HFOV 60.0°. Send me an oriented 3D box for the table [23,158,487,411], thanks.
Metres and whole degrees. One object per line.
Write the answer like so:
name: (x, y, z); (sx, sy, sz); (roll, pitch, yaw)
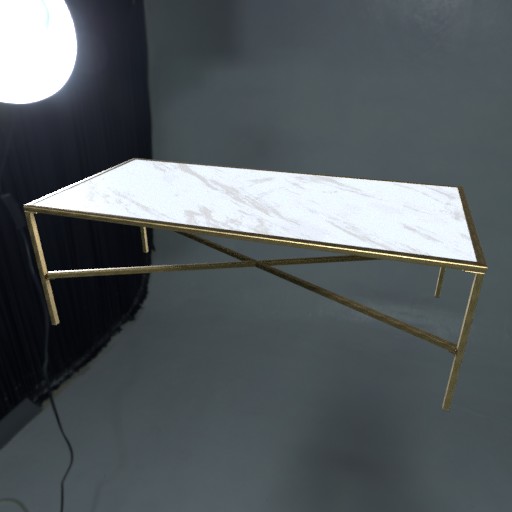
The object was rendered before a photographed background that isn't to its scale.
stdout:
table: (0.000, 0.000, 1.418); (1.197, 0.405, 0.577); (8, 27, 16)
